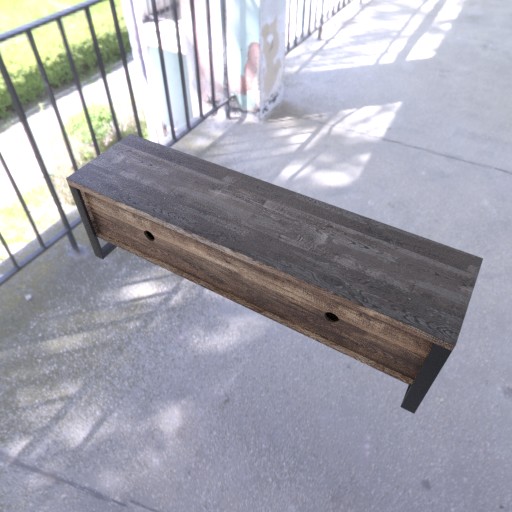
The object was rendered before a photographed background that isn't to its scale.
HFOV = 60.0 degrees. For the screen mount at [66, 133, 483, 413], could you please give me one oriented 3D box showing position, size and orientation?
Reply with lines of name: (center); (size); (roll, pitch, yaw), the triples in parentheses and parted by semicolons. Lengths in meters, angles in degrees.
screen mount: (0.000, 0.000, 1.783); (1.524, 0.450, 0.395); (23, 51, 20)
